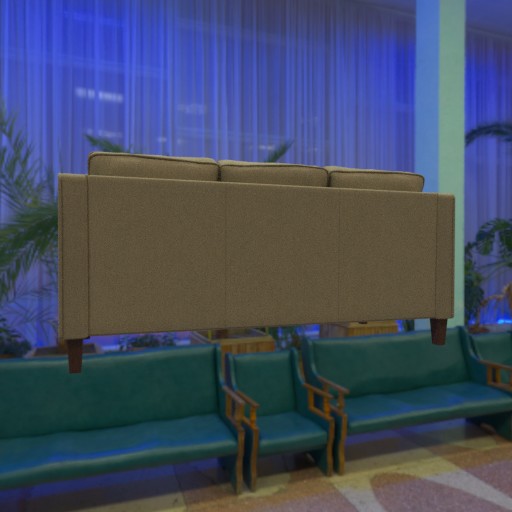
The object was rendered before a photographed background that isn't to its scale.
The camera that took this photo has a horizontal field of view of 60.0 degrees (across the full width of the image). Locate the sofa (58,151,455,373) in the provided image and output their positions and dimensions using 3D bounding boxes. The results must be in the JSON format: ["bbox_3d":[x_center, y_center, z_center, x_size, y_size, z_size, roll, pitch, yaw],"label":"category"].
[{"bbox_3d":[0.000,0.000,2.532,1.986,0.974,0.911,0,0,-18],"label":"sofa"}]
